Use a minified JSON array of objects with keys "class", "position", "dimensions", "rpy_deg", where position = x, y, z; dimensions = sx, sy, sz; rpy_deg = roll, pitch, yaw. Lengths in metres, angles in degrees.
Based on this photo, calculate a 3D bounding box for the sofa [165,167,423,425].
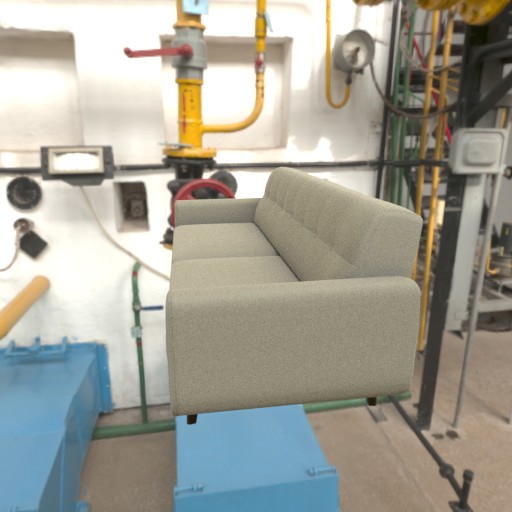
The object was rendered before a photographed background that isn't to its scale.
[{"class":"sofa","position":[0.000,0.000,2.589],"dimensions":[0.980,0.892,2.137],"rpy_deg":[-3,16,-9]}]
